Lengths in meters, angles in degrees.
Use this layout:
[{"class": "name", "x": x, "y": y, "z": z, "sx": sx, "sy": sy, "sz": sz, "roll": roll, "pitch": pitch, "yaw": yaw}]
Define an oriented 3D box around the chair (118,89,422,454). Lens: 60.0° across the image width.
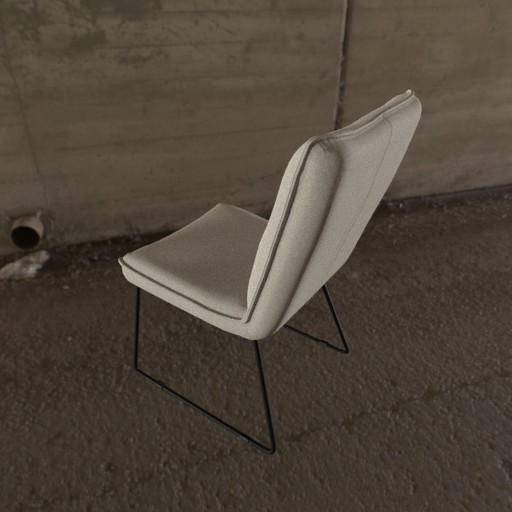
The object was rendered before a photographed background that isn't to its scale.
[{"class": "chair", "x": 0.000, "y": 0.000, "z": 1.307, "sx": 0.688, "sy": 0.930, "sz": 0.515, "roll": 20, "pitch": 37, "yaw": 29}]
